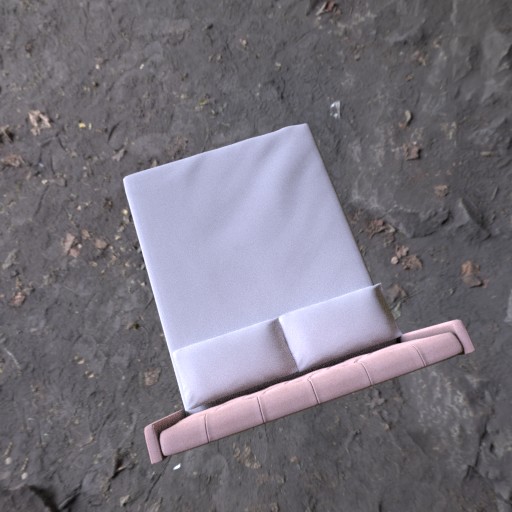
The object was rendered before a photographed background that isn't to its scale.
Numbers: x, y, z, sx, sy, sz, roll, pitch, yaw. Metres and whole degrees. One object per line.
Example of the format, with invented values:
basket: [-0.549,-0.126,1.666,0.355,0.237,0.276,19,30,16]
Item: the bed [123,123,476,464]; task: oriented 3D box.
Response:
bed: [0.000,0.000,3.207,1.719,1.665,2.066,-18,76,-5]
